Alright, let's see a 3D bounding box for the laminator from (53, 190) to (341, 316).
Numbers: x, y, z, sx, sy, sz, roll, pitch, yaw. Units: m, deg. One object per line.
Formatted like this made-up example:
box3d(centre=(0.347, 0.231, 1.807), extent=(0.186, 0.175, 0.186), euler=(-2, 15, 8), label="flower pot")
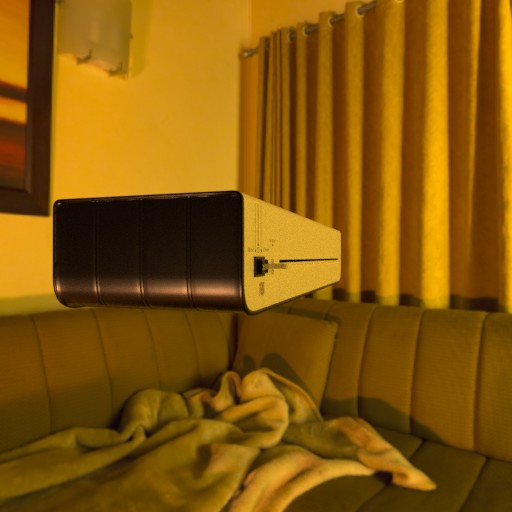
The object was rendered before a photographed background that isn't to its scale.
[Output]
box3d(centre=(0.000, 0.000, 0.385), extent=(0.123, 0.062, 0.340), euler=(0, 0, 19), label="laminator")
